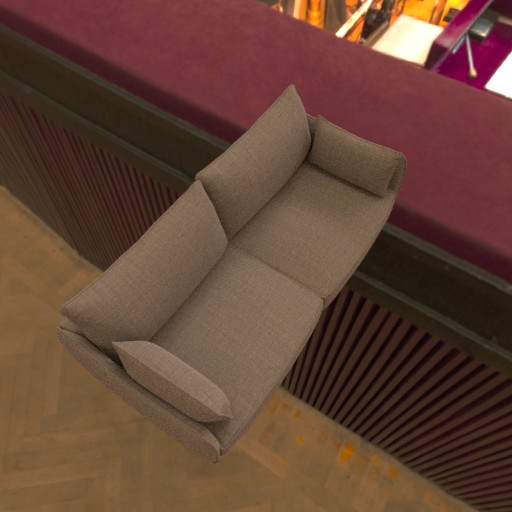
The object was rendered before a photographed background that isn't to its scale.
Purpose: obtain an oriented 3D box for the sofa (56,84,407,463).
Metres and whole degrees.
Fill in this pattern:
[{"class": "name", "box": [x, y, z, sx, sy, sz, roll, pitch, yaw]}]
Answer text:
[{"class": "sofa", "box": [0.000, 0.000, 2.471, 0.972, 0.851, 1.989, 30, 63, 17]}]
